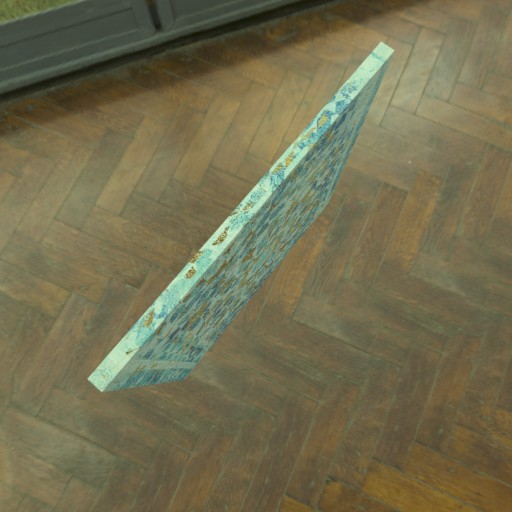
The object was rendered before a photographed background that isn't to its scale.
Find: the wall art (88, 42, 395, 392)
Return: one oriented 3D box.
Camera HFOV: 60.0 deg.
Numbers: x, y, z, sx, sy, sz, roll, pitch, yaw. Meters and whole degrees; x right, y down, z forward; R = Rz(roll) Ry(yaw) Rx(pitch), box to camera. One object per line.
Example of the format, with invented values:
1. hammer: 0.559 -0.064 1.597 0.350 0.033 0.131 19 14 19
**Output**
1. wall art: 0.000 0.000 1.321 0.040 0.916 0.916 38 79 9
